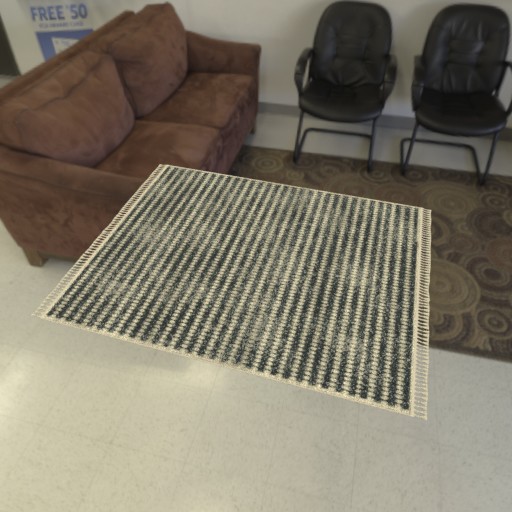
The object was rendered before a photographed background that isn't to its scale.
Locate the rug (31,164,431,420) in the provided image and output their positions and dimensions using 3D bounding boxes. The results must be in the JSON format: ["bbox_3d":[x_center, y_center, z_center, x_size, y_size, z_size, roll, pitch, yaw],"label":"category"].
[{"bbox_3d":[0.000,0.000,3.854,2.910,0.013,2.256,12,45,12],"label":"rug"}]
